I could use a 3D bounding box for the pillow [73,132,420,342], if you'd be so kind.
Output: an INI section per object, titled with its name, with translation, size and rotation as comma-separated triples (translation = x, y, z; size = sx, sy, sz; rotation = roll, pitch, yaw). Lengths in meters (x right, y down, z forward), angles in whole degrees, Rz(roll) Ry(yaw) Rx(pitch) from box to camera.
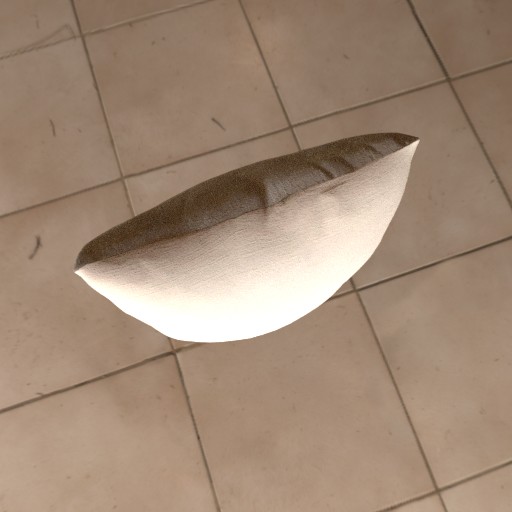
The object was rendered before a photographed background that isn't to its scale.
[pillow]
translation = 0.000, 0.000, 0.732
size = 0.450, 0.448, 0.245
rotation = -19, 76, -5
